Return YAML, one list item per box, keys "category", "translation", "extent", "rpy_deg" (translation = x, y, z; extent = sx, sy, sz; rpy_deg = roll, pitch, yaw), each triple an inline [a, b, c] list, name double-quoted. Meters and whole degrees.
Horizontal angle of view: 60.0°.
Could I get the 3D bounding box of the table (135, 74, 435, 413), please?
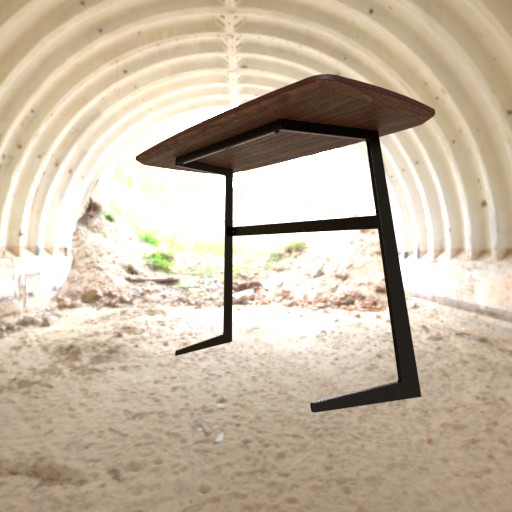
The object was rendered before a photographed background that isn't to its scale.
- category: "table"
  translation: [0.000, 0.000, 1.094]
  extent: [0.361, 0.576, 0.804]
  rpy_deg: [0, 1, -37]
